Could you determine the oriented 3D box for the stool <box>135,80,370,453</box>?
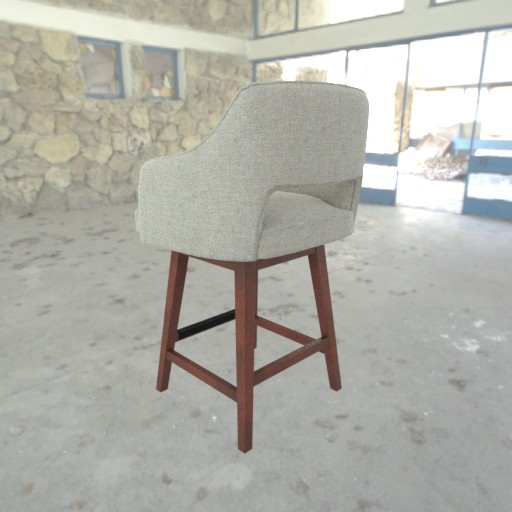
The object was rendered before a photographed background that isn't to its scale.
[{"bbox_3d":[0.000,0.000,1.341,0.599,0.944,0.558,-15,22,-43],"label":"stool"}]
